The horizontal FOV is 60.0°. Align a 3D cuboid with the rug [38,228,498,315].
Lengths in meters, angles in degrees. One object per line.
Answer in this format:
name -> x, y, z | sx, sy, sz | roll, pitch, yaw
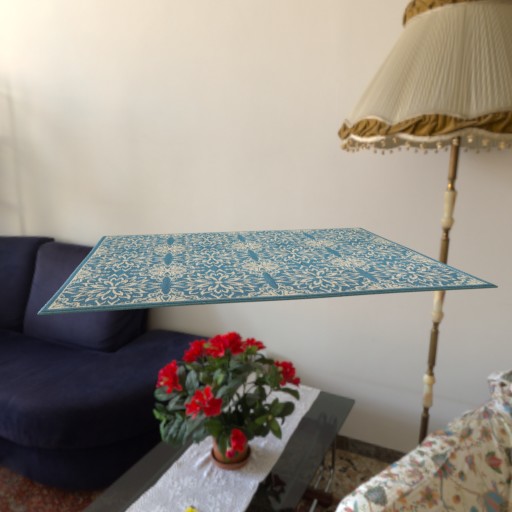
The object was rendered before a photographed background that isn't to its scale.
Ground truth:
rug -> 0.000, 0.000, 3.916 | 2.964, 0.018, 2.350 | -2, 14, -10
